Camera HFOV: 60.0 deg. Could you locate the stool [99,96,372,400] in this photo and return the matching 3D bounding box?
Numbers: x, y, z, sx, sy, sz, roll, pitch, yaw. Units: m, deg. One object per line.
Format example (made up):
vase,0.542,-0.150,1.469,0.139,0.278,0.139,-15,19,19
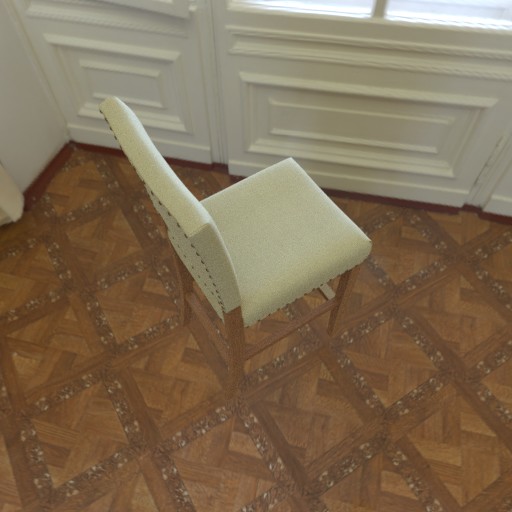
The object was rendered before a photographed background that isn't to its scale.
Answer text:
stool,0.000,0.000,1.455,0.584,1.168,0.445,-28,61,-17
